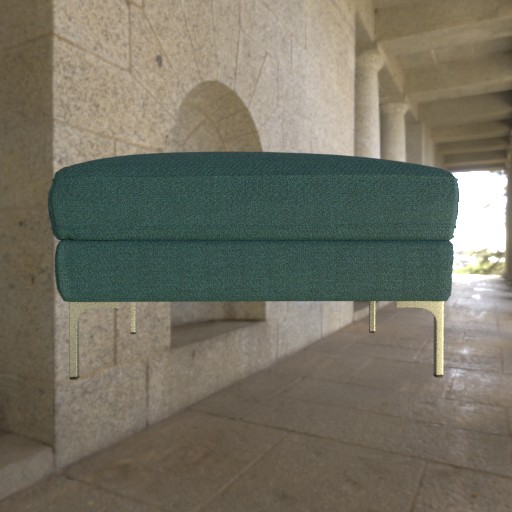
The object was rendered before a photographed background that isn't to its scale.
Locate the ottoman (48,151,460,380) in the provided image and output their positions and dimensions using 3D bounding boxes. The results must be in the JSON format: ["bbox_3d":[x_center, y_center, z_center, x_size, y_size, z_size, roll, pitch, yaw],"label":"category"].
[{"bbox_3d":[0.000,0.000,1.161,0.856,0.498,0.563,0,1,-1],"label":"ottoman"}]
